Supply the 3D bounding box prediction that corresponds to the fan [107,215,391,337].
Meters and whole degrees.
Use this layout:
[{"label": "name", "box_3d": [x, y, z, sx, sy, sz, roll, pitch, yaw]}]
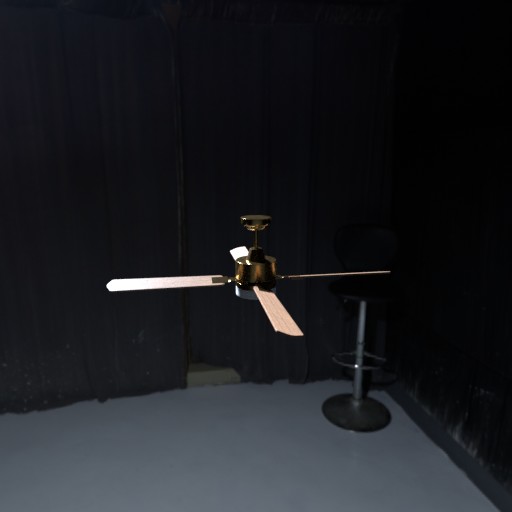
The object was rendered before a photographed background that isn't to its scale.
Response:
[{"label": "fan", "box_3d": [0.000, 0.000, 2.020, 1.320, 0.355, 1.320, -2, 14, -10]}]
